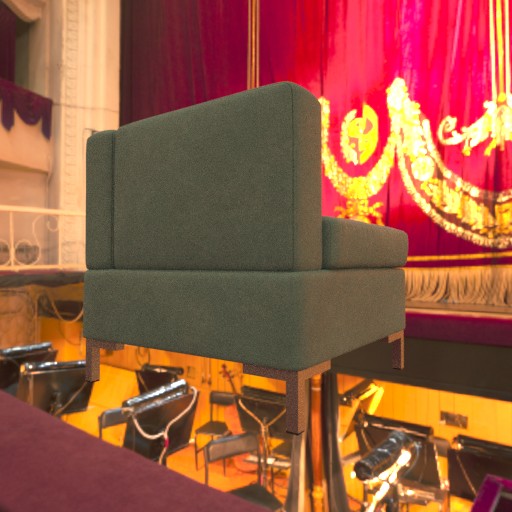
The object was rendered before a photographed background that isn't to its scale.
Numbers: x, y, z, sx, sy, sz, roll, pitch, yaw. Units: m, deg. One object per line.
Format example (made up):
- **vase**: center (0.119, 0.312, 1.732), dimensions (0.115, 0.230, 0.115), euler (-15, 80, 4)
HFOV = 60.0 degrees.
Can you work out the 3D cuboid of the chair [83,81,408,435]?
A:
- **chair**: center (0.000, 0.000, 1.247), dimensions (0.680, 0.660, 0.680), euler (-1, -1, 35)
